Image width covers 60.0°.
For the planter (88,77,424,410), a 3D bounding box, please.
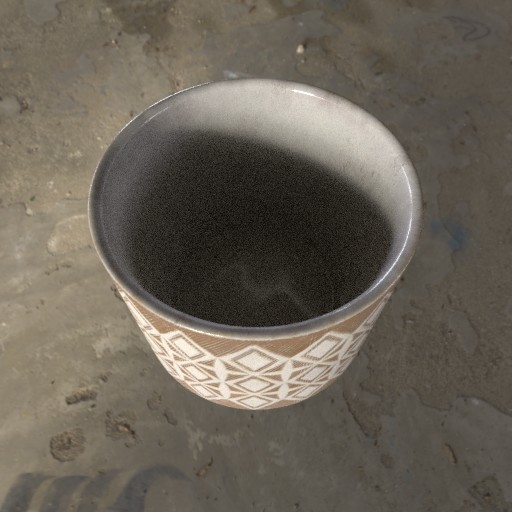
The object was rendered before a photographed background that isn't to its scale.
[{"bbox_3d":[0.000,0.000,0.328,0.193,0.165,0.193,0,58,0],"label":"planter"}]
